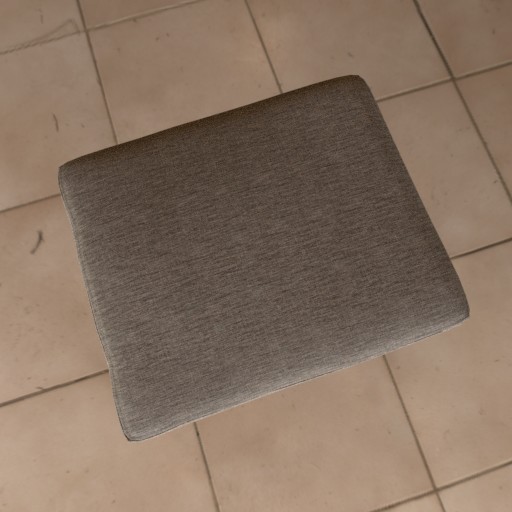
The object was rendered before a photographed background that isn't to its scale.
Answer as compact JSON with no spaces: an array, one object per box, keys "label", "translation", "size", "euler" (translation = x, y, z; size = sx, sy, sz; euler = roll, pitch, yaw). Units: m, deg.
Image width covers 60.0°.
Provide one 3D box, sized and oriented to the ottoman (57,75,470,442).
[{"label":"ottoman","translation":[0.000,0.000,1.438],"size":[0.994,0.492,0.839],"euler":[-19,77,-5]}]
